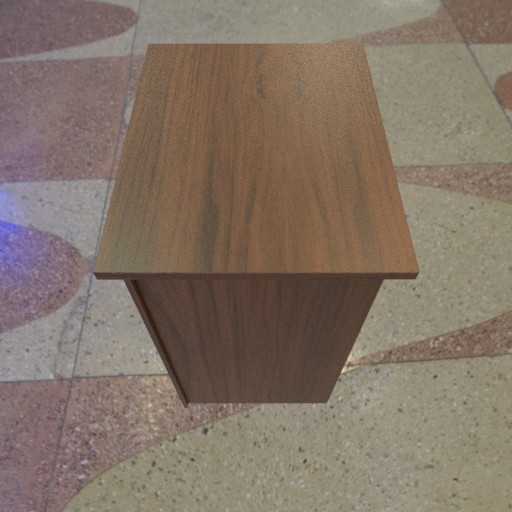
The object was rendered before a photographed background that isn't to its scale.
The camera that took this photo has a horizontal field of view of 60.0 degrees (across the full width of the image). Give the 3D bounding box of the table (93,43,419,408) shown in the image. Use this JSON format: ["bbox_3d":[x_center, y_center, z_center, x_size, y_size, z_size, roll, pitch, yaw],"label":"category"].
[{"bbox_3d":[0.000,0.000,0.914,0.381,0.636,0.480,0,56,0],"label":"table"}]
